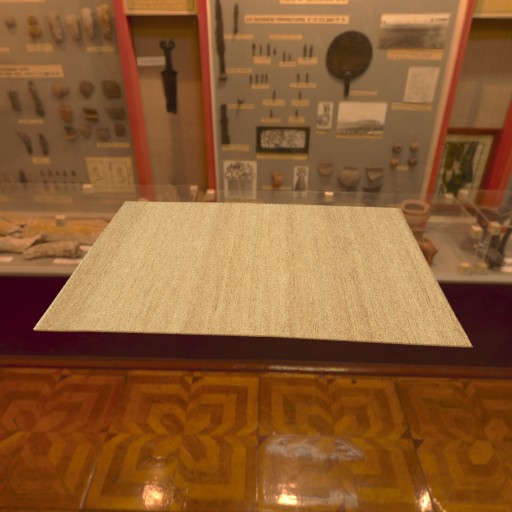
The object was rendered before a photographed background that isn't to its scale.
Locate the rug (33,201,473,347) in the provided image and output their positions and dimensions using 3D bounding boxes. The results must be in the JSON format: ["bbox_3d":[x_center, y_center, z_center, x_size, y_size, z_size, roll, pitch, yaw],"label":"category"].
[{"bbox_3d":[0.000,0.000,2.964,2.283,0.030,1.596,2,32,3],"label":"rug"}]
